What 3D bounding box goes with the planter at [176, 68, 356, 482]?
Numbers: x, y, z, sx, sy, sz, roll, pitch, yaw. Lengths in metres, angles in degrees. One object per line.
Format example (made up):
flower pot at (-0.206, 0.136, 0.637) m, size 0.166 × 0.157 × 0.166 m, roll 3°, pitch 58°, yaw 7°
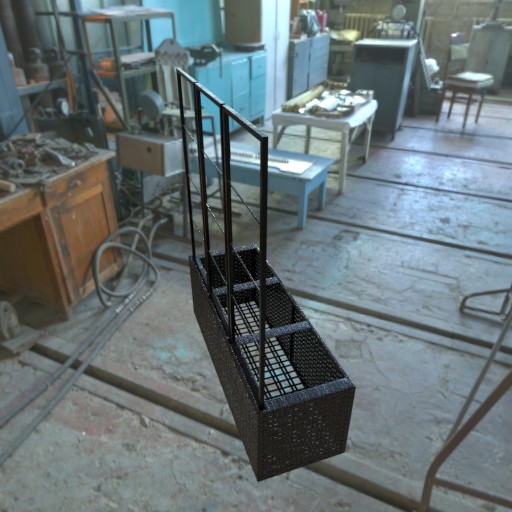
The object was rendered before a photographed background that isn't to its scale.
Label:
planter at (0.000, 0.000, 1.170) m, size 0.244 × 0.841 × 0.699 m, roll -11°, pitch 33°, yaw -17°
